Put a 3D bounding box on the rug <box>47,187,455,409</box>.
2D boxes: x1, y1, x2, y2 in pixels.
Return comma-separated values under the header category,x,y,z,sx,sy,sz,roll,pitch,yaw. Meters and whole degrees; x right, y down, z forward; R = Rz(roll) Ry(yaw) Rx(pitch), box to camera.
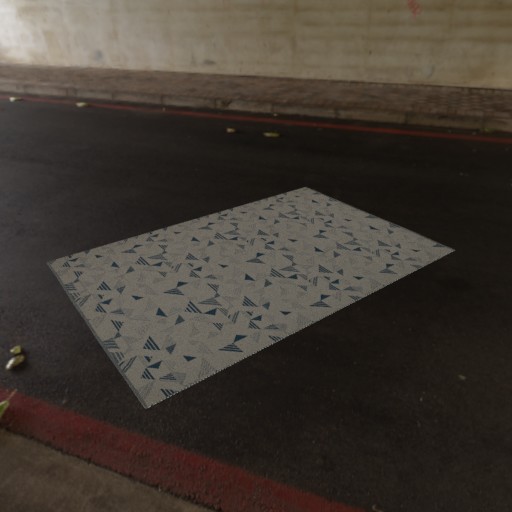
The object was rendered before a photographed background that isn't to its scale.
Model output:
category,x,y,z,sx,sy,sz,roll,pitch,yaw
rug,0.000,0.000,2.369,1.835,0.003,1.206,-20,35,-32
